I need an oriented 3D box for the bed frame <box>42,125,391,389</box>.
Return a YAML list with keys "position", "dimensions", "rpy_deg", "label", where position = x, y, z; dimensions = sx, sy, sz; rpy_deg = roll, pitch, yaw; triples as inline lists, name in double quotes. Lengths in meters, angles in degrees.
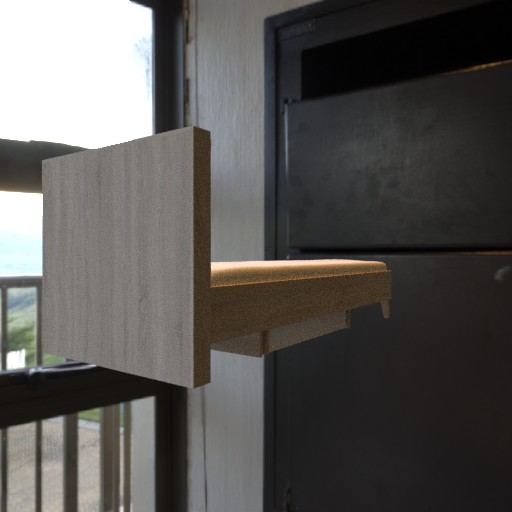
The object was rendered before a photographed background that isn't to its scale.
- position: [0.000, 0.000, 2.708]
  dimensions: [0.990, 0.920, 2.140]
  rpy_deg: [0, 0, 35]
  label: "bed frame"
